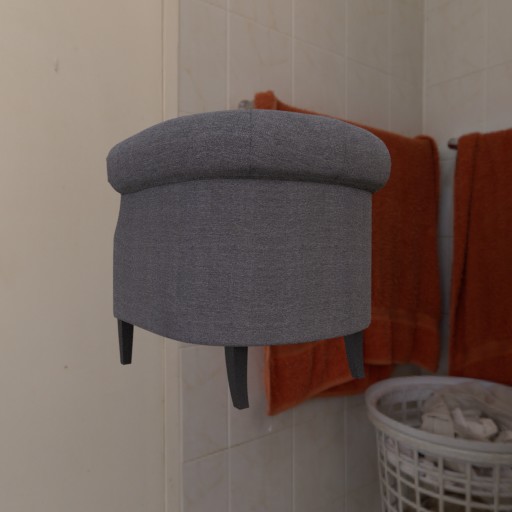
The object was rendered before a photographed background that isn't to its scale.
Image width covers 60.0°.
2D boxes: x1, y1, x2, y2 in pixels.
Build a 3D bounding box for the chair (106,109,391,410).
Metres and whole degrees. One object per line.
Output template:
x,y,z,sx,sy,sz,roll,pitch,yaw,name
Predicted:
0.000,0.000,1.582,0.905,0.827,0.852,-1,2,-36,chair
